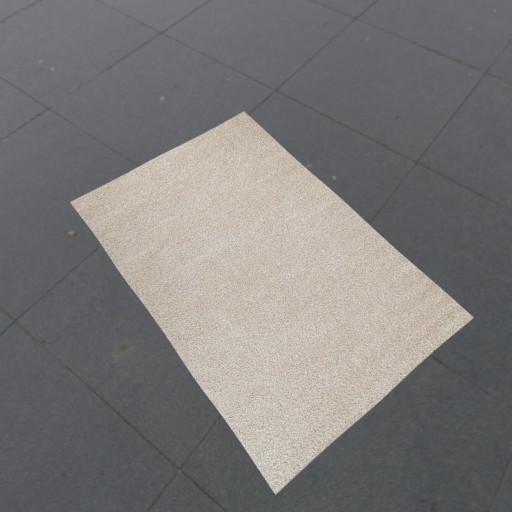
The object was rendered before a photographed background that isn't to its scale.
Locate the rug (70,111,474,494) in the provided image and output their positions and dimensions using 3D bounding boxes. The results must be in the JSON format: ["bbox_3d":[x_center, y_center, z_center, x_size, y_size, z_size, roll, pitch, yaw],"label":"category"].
[{"bbox_3d":[0.000,0.000,3.404,1.800,0.025,2.699,-33,64,-19],"label":"rug"}]
